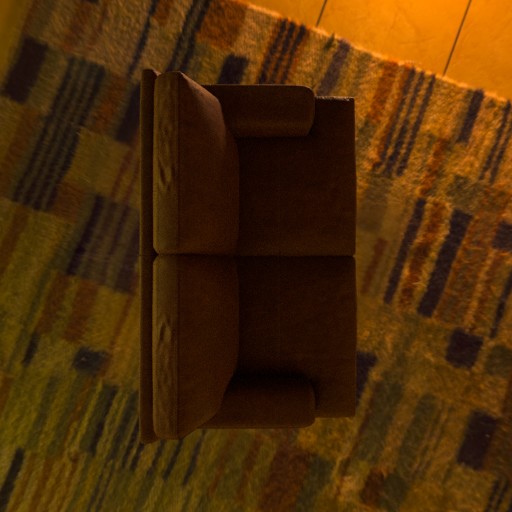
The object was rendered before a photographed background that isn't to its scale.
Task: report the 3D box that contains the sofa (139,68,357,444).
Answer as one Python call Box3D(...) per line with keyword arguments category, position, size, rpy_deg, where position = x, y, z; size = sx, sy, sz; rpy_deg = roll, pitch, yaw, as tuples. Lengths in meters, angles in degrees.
Box3D(category="sofa", position=(0.000, 0.000, 2.423), size=(1.143, 0.939, 1.880), rpy_deg=(0, 89, -2))
